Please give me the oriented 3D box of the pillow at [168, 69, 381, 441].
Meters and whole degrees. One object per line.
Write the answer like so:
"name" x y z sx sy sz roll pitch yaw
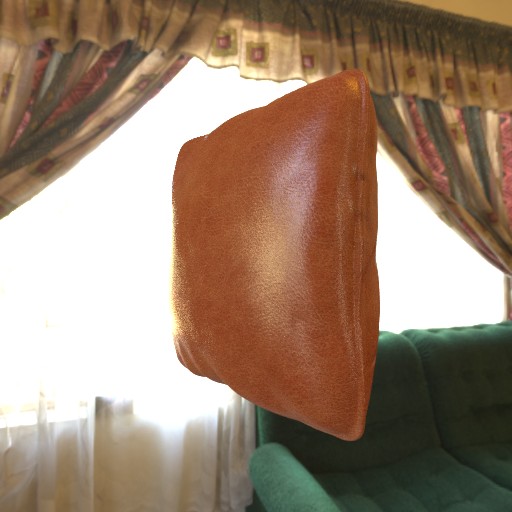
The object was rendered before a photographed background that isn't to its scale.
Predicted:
"pillow" 0.000 0.000 0.810 0.236 0.523 0.532 0 0 -36
